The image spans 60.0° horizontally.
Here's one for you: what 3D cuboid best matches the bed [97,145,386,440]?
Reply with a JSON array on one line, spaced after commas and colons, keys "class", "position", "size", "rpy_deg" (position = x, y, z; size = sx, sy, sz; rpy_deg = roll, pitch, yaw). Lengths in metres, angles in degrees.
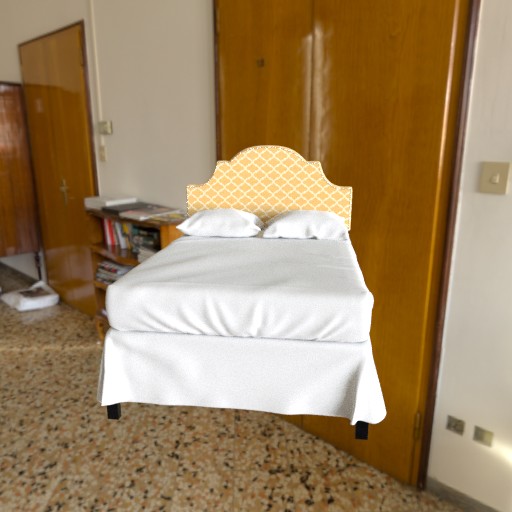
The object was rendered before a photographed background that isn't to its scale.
[{"class": "bed", "position": [0.000, 0.000, 3.399], "size": [1.780, 1.633, 2.222], "rpy_deg": [2, 15, 7]}]
